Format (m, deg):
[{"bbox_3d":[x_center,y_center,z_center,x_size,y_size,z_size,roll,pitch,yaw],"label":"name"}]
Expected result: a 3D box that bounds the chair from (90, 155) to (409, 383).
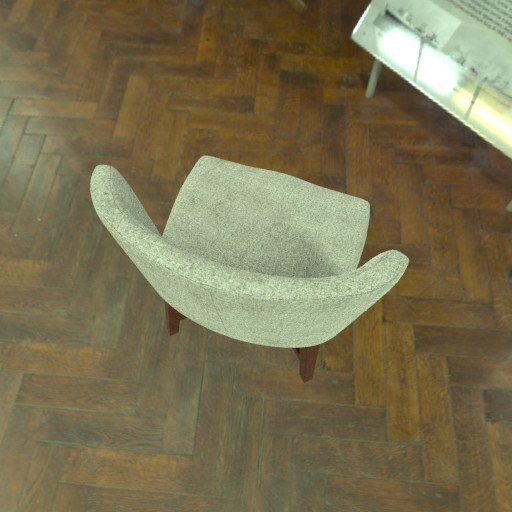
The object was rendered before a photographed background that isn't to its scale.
[{"bbox_3d":[0.000,0.000,1.334,0.728,0.827,0.575,17,65,8],"label":"chair"}]
